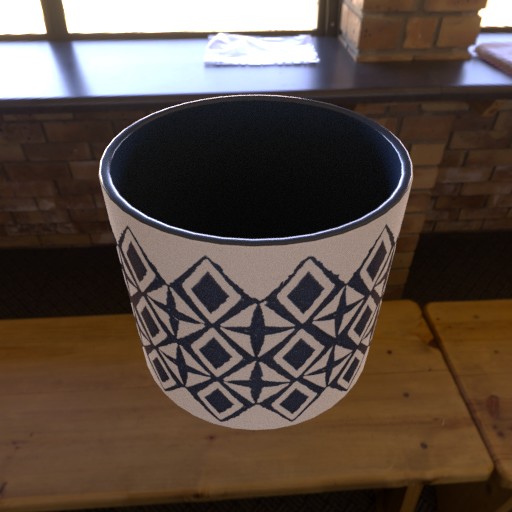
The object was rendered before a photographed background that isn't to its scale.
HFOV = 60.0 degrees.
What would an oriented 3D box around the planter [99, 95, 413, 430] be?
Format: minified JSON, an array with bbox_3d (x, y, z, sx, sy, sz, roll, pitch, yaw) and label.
[{"bbox_3d":[0.000,0.000,0.316,0.182,0.165,0.182,0,40,0],"label":"planter"}]
